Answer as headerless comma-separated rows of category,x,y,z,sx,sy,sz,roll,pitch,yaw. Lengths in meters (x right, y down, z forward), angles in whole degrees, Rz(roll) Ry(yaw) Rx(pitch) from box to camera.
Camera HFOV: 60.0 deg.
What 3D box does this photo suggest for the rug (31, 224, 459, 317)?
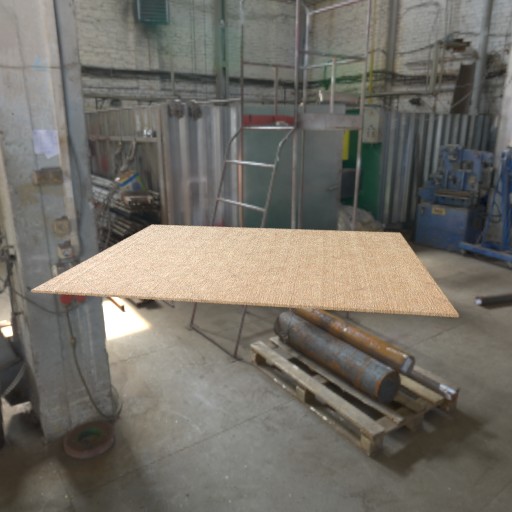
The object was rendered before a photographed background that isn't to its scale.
rug,0.000,0.000,4.242,3.039,0.019,2.420,2,16,8
